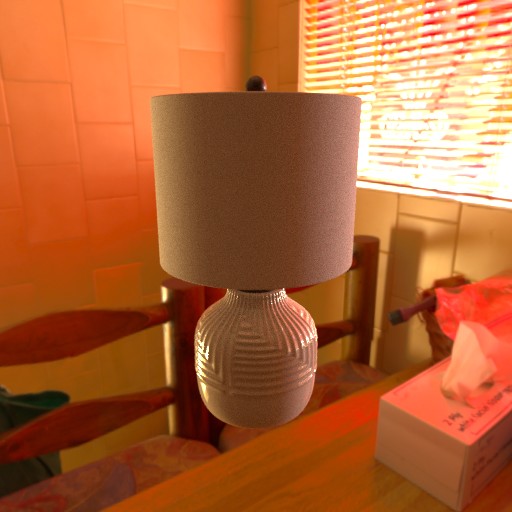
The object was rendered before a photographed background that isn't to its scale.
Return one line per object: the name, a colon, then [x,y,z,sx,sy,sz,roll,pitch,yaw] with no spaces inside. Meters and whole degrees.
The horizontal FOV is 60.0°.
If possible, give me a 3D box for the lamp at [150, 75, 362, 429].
lamp: [0.000,0.000,0.749,0.318,0.567,0.318,0,16,0]
